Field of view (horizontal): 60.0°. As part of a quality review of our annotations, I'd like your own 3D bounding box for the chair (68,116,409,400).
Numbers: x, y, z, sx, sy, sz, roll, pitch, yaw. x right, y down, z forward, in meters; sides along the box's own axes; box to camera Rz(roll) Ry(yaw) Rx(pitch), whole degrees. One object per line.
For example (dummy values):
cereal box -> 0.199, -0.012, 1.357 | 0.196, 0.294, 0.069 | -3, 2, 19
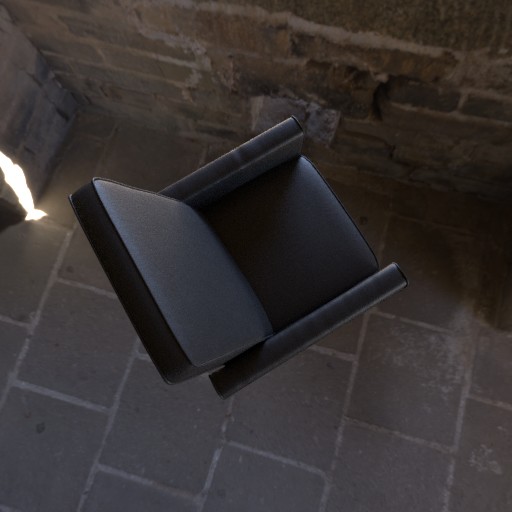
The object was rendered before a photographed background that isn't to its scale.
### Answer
chair -> 0.000, 0.000, 1.499 | 0.746, 1.013, 0.705 | -30, 78, -7
